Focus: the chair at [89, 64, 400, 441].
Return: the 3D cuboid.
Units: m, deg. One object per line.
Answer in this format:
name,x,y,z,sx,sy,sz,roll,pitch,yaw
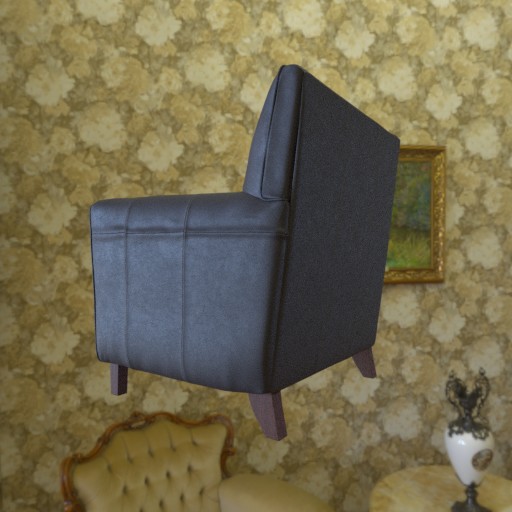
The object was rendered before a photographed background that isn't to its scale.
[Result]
chair,0.000,0.000,1.609,0.825,0.943,0.870,0,0,34
